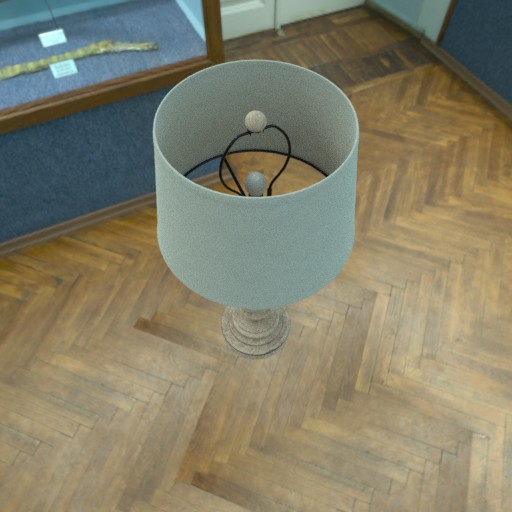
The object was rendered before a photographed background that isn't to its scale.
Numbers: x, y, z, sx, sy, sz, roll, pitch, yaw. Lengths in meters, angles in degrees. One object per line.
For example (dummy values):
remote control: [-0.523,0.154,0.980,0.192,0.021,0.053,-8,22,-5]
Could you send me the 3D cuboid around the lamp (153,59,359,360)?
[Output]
lamp: [0.000,0.000,0.861,0.340,0.678,0.340,0,57,0]
